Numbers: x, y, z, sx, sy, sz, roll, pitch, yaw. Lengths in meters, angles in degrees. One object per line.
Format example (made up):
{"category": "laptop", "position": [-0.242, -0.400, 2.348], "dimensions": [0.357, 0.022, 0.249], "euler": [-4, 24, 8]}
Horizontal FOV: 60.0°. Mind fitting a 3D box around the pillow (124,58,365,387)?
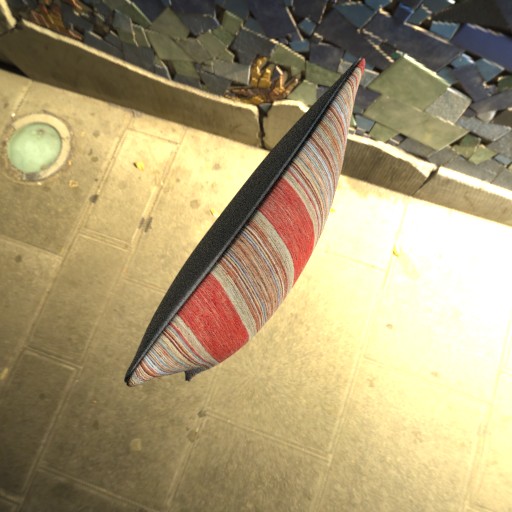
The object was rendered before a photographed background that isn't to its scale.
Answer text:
{"category": "pillow", "position": [0.000, 0.000, 0.651], "dimensions": [0.136, 0.419, 0.437], "euler": [33, 77, 8]}
